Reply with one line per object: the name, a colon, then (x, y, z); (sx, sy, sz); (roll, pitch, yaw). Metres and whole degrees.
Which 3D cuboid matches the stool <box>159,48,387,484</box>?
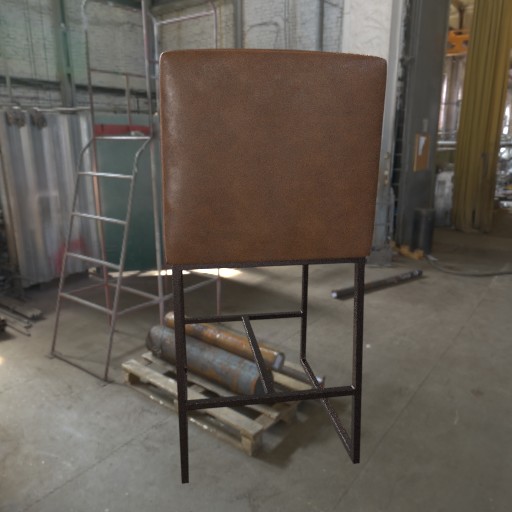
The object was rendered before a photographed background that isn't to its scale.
stool: (0.000, 0.000, 1.204); (0.463, 0.942, 0.562); (-2, 15, -9)
